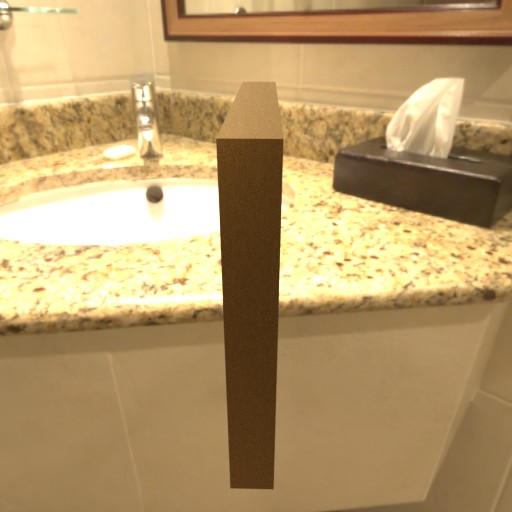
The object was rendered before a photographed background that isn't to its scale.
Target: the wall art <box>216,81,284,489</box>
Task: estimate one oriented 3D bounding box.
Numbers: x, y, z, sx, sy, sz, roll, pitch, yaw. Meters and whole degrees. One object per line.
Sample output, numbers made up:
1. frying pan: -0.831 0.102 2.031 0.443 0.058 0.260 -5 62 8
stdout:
1. wall art: 0.000 0.000 0.455 0.038 0.305 0.304 1 27 1
